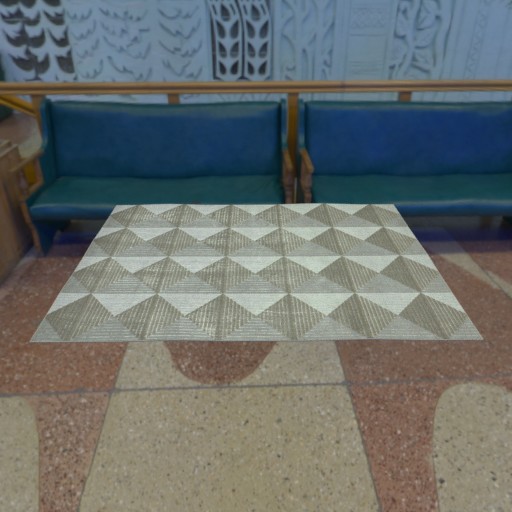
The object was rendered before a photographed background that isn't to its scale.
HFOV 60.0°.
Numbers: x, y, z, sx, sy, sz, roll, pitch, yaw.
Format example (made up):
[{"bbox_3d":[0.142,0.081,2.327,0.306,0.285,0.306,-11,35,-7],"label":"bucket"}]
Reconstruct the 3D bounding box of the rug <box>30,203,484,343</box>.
[{"bbox_3d":[0.000,0.000,4.291,3.333,0.027,2.428,0,31,0],"label":"rug"}]
